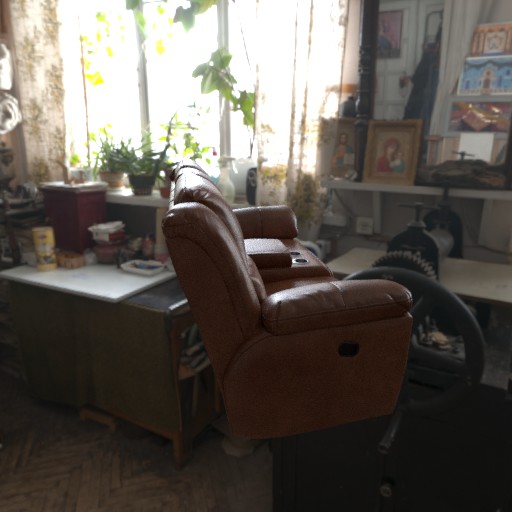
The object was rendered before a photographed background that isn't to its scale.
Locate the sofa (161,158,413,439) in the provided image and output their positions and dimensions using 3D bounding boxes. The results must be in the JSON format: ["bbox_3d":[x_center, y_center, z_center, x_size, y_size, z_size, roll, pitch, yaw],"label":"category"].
[{"bbox_3d":[0.000,0.000,2.610,0.991,1.043,2.058,-3,16,-9],"label":"sofa"}]
